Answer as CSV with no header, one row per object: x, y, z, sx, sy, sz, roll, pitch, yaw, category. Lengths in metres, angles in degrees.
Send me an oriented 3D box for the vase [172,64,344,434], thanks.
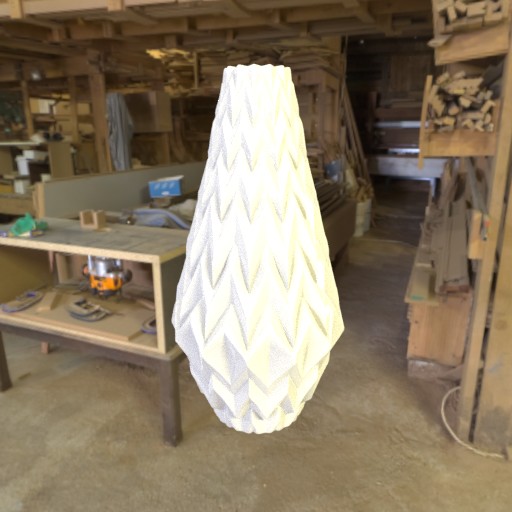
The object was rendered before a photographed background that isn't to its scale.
0.000,0.000,0.418,0.167,0.328,0.167,0,17,0,vase
